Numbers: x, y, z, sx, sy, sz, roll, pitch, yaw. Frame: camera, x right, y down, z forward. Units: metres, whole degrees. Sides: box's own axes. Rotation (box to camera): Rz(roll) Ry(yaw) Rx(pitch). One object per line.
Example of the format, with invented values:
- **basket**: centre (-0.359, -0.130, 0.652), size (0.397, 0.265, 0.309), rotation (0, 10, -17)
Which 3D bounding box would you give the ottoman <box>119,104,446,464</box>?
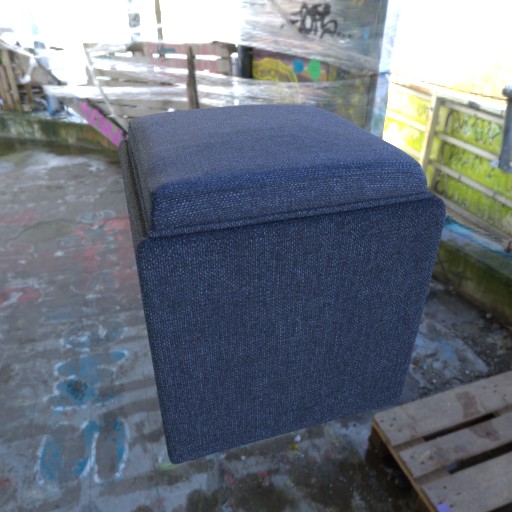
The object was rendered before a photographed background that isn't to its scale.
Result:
- **ottoman**: centre (0.000, 0.000, 0.840), size (0.436, 0.493, 0.454), rotation (-9, 32, -15)
